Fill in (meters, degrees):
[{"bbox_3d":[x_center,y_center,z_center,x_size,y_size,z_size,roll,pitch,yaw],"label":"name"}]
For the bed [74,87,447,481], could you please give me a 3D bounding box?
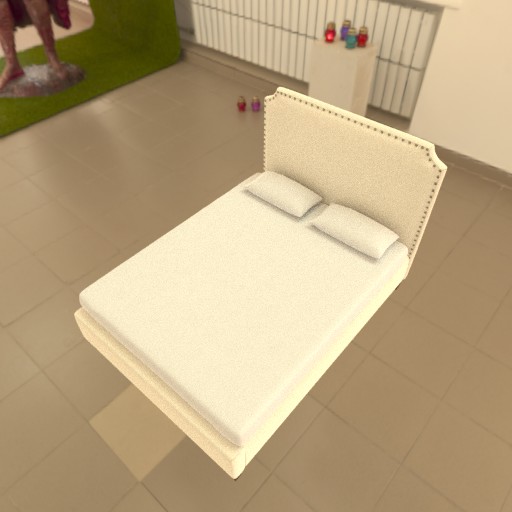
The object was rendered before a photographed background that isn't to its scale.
[{"bbox_3d":[0.000,0.000,3.442,1.712,1.497,2.372,32,54,27],"label":"bed"}]
